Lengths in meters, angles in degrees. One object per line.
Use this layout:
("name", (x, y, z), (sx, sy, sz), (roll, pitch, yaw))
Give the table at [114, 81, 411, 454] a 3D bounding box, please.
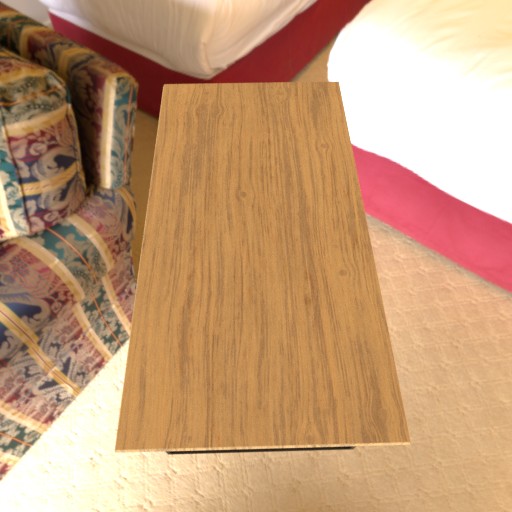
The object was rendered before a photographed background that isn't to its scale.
("table", (0.000, 0.000, 1.568), (0.693, 0.445, 1.331), (-1, 58, -1))
